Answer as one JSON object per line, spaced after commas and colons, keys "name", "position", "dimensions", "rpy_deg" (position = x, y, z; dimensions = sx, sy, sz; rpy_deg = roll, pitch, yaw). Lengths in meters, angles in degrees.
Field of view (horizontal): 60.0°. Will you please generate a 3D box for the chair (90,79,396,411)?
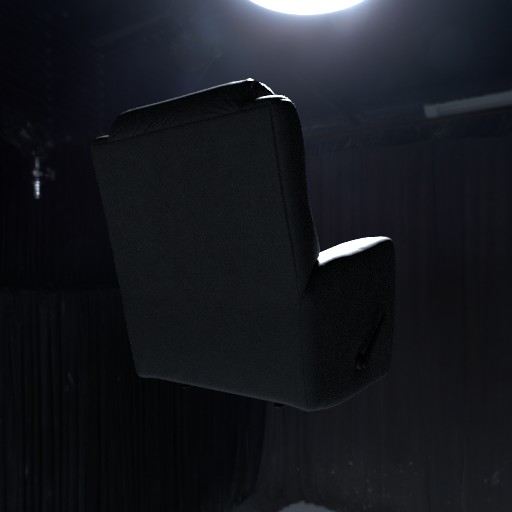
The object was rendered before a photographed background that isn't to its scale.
{"name": "chair", "position": [0.000, 0.000, 1.909], "dimensions": [0.967, 1.116, 1.068], "rpy_deg": [-1, -1, 34]}
